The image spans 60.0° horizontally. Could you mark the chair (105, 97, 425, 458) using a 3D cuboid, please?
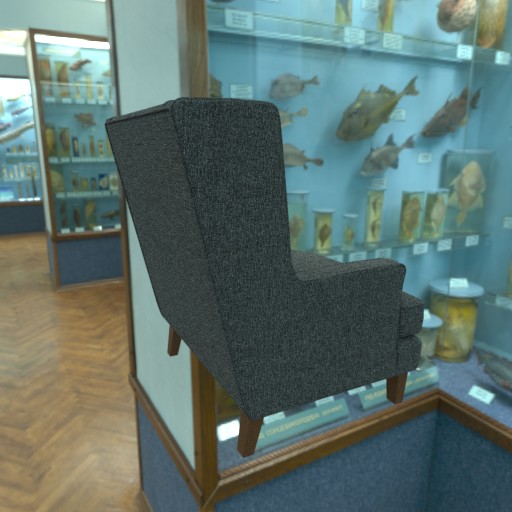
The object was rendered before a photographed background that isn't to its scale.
[{"bbox_3d":[0.000,0.000,1.757,0.927,1.082,0.942,-7,16,-27],"label":"chair"}]
